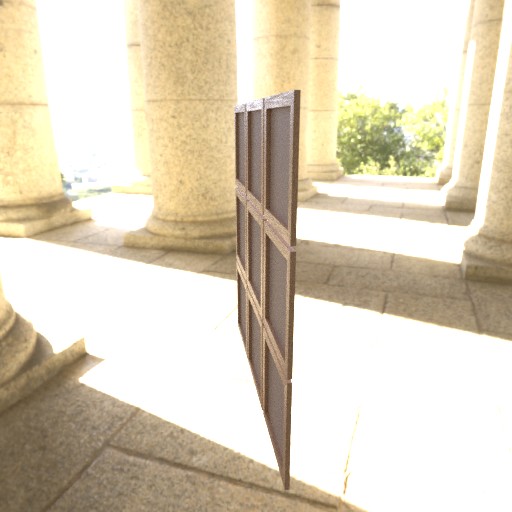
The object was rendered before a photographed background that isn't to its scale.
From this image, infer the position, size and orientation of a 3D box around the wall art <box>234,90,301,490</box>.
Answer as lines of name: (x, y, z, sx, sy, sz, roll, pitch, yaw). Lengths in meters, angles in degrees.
wall art: (0.000, 0.000, 1.822, 0.016, 1.207, 1.217, -3, 17, -9)
